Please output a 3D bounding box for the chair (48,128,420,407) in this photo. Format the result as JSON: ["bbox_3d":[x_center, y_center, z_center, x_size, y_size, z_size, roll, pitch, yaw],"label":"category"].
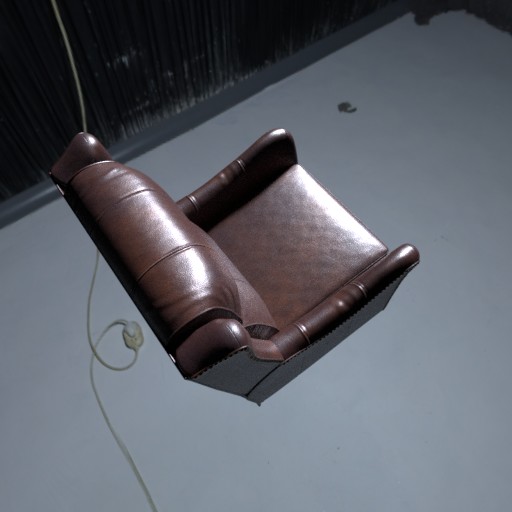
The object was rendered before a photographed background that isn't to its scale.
[{"bbox_3d":[0.000,0.000,1.761,1.008,1.084,0.869,-33,65,-18],"label":"chair"}]
